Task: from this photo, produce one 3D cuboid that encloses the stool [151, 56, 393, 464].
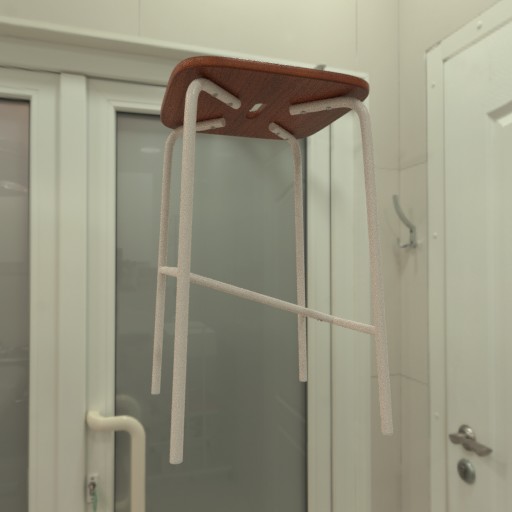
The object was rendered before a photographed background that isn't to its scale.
[{"bbox_3d":[0.000,0.000,0.878,0.376,0.610,0.376,0,-1,-17],"label":"stool"}]
